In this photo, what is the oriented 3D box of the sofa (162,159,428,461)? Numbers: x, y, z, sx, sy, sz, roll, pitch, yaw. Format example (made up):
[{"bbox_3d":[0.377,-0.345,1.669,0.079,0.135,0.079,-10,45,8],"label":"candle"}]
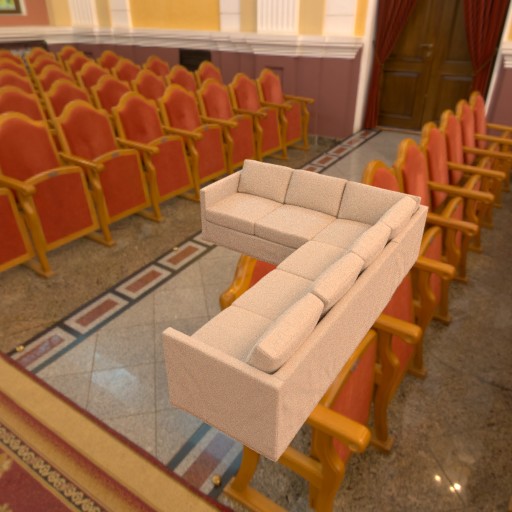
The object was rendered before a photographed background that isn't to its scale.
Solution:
[{"bbox_3d":[0.000,0.000,4.379,2.432,0.871,3.182,18,34,29],"label":"sofa"}]
